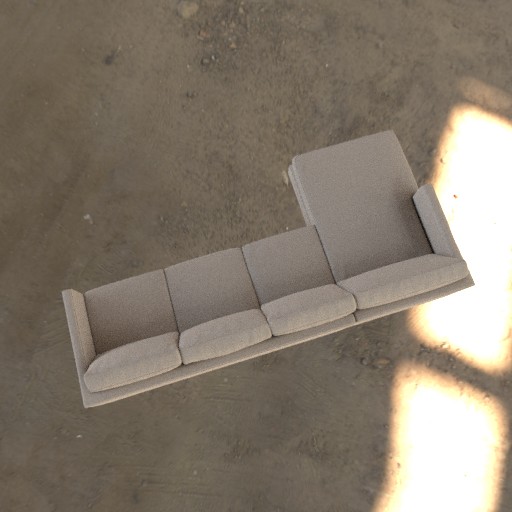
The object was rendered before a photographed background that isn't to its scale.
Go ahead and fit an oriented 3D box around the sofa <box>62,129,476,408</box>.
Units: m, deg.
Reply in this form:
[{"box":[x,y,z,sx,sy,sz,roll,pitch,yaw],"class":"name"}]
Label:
[{"box":[0.000,0.000,3.838,3.186,0.846,1.625,-16,76,-4],"class":"sofa"}]
